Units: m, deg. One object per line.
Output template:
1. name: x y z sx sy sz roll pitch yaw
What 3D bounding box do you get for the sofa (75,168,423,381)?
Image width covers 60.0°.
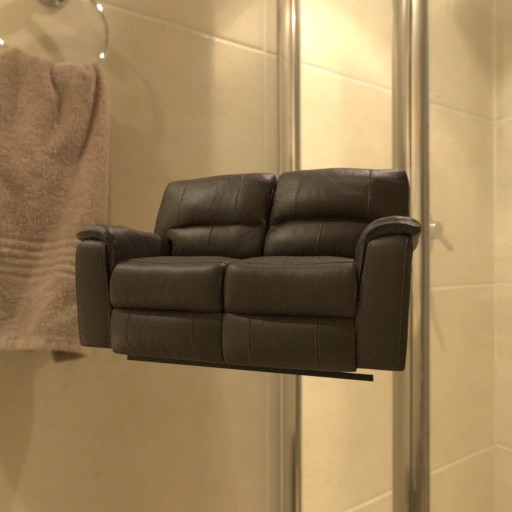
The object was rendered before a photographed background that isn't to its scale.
1. sofa: 0.000 0.000 2.537 1.765 1.111 1.104 0 0 19
